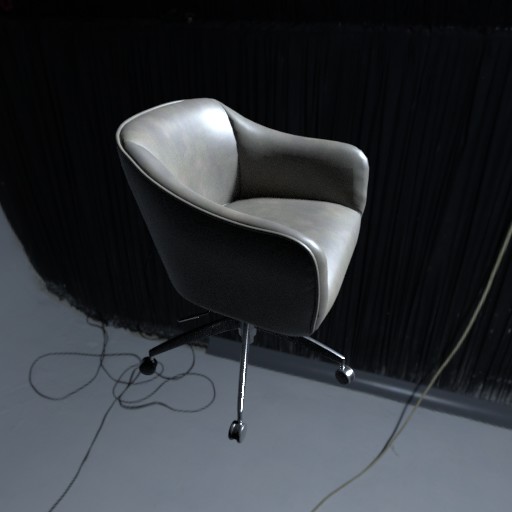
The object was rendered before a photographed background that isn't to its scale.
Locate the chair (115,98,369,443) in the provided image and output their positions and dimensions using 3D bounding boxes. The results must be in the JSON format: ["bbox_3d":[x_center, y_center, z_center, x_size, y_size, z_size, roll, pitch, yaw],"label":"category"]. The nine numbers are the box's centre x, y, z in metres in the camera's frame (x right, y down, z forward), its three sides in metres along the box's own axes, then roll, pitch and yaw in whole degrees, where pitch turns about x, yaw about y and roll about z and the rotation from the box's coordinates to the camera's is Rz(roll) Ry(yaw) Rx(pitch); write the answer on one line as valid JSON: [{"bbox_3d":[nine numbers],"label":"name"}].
[{"bbox_3d":[0.000,0.000,1.352,0.689,0.827,0.713,11,32,17],"label":"chair"}]
